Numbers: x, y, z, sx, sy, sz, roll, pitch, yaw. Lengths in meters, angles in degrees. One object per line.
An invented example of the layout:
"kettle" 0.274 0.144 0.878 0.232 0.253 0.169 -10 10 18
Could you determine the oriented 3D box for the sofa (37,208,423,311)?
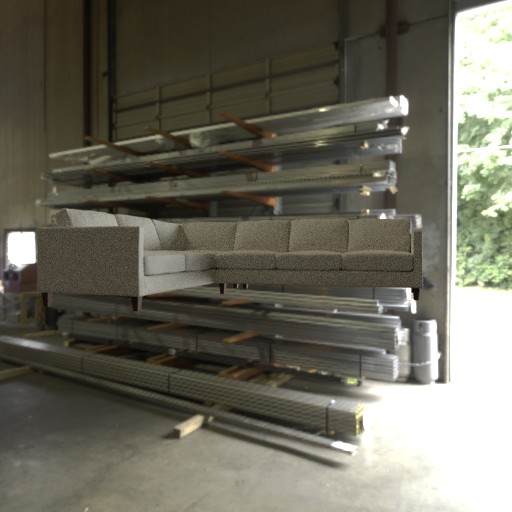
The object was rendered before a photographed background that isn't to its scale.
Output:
"sofa" 0.000 0.000 4.455 3.182 0.863 2.432 0 1 18
